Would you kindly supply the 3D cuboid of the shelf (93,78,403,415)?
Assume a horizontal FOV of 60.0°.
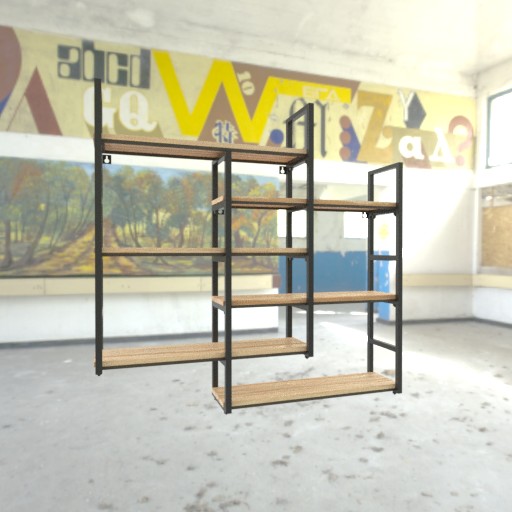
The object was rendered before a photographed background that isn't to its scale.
[{"bbox_3d":[0.000,0.000,1.379,0.946,0.921,0.183,0,1,-18],"label":"shelf"}]
